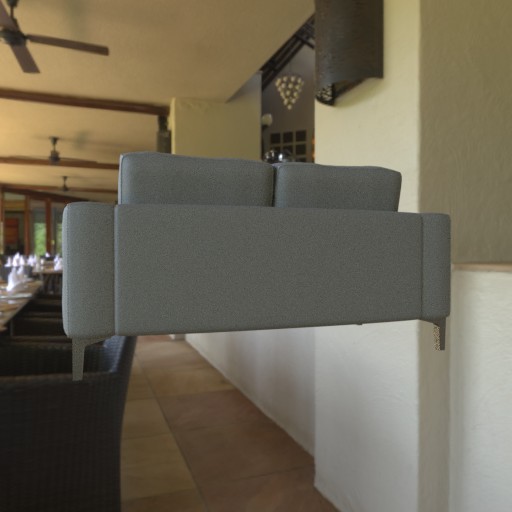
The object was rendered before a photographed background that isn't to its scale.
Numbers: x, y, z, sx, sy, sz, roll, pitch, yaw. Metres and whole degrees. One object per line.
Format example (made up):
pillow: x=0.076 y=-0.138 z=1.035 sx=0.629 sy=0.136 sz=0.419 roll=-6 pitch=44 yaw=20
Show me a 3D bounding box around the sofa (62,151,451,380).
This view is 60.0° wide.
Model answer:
sofa: x=0.000 y=0.000 z=2.222 sx=1.726 sy=0.893 sz=0.833 roll=0 pitch=1 yaw=-18
